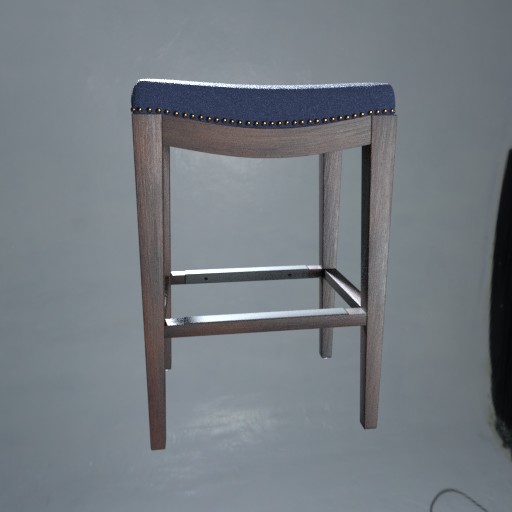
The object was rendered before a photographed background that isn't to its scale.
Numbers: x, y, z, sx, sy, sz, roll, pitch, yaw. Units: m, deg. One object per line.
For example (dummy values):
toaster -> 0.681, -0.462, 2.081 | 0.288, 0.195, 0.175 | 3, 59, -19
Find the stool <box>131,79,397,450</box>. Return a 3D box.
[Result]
stool -> 0.000, 0.000, 1.035 | 0.498, 0.740, 0.358 | -2, 16, -8
